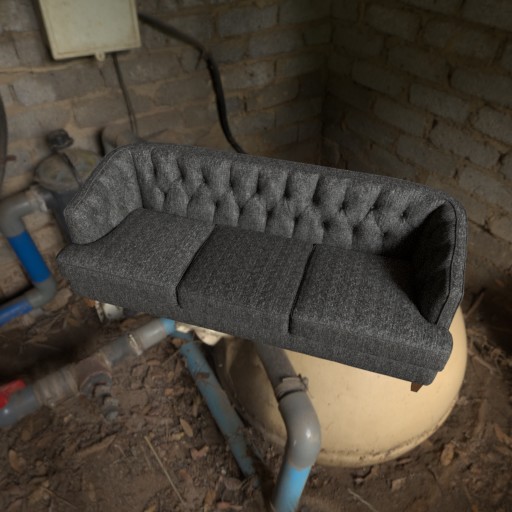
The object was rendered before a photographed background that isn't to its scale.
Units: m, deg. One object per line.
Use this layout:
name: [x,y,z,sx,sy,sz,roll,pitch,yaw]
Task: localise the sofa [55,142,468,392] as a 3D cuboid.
sofa: [0.000,0.000,2.725,2.278,0.855,0.941,12,43,13]
